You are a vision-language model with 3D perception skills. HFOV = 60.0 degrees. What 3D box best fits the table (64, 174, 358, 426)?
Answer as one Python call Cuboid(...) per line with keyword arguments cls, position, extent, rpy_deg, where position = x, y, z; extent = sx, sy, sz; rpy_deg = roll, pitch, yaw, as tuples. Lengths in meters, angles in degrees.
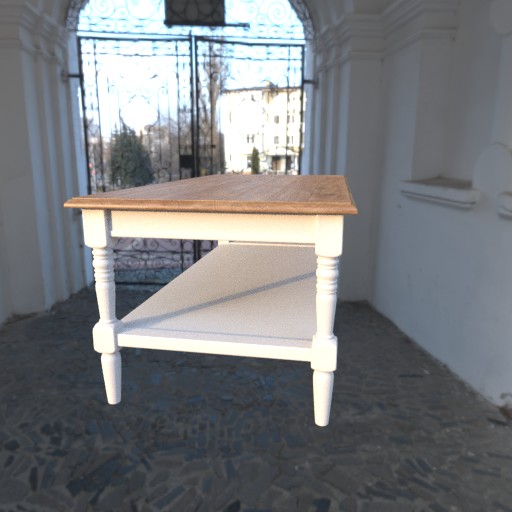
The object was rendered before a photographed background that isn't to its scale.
Cuboid(cls="table", position=(0.000, 0.000, 1.397), extent=(0.559, 0.458, 1.118), rpy_deg=(2, 13, 10))
